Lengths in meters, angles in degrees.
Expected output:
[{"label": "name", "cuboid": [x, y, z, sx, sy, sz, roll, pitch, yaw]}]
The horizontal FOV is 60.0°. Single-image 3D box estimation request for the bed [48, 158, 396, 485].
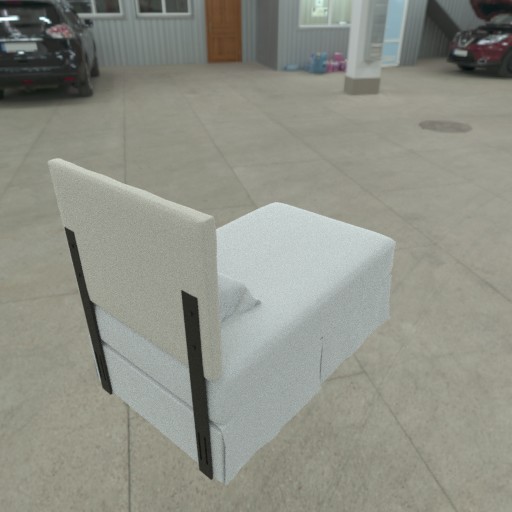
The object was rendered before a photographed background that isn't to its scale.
[{"label": "bed", "cuboid": [0.000, 0.000, 2.969, 1.261, 1.571, 1.997, 23, 37, 34]}]
